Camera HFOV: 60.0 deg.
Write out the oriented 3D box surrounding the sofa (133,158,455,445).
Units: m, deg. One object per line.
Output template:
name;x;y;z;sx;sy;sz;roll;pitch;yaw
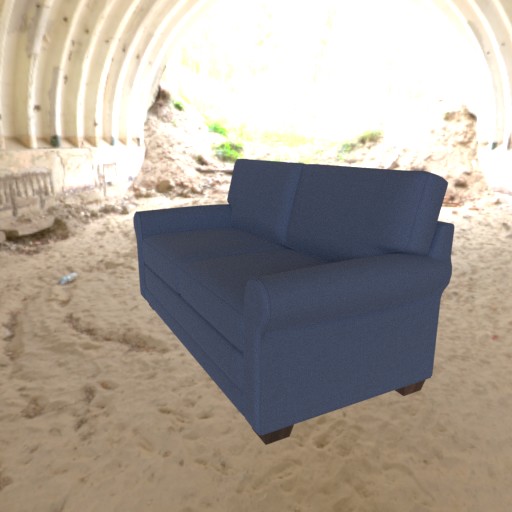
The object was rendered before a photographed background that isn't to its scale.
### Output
sofa;0.000;0.000;2.508;0.940;1.020;1.930;-7;16;-27
